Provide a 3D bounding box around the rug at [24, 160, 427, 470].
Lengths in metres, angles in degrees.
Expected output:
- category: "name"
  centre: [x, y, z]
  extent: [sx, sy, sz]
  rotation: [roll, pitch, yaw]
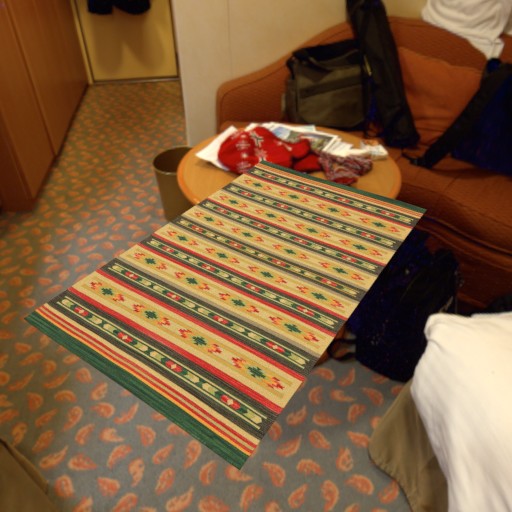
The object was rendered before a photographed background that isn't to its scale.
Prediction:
- category: "rug"
  centre: [0.000, 0.000, 2.968]
  extent: [1.520, 0.011, 2.447]
  rotation: [23, 44, 26]
